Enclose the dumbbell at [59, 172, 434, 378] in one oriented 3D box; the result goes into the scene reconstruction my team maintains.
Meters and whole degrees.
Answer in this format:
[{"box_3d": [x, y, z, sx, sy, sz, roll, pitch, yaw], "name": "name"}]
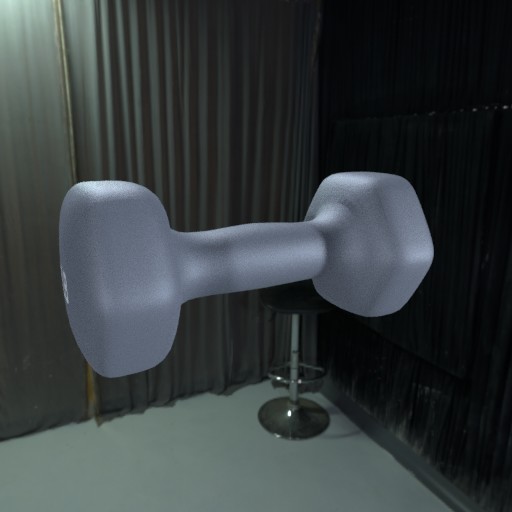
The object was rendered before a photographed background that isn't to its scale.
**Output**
[{"box_3d": [0.000, 0.000, 0.297, 0.240, 0.105, 0.116, -7, 16, -26], "name": "dumbbell"}]
